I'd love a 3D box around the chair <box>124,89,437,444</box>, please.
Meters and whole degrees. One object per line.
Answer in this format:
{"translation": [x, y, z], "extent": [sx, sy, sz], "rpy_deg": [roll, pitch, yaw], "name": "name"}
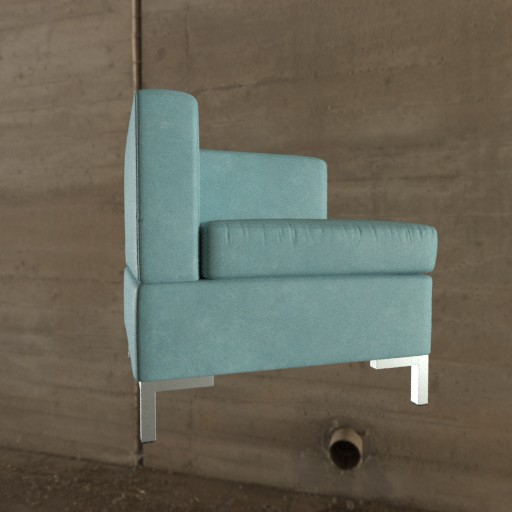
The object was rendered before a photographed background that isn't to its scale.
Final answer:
{"translation": [0.000, 0.000, 1.199], "extent": [0.680, 0.660, 0.680], "rpy_deg": [-1, 2, -18], "name": "chair"}
